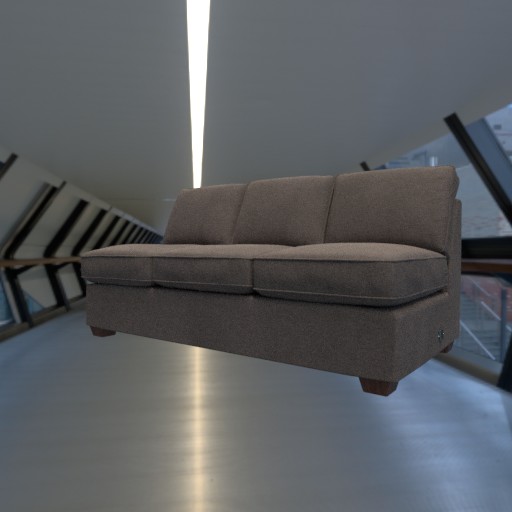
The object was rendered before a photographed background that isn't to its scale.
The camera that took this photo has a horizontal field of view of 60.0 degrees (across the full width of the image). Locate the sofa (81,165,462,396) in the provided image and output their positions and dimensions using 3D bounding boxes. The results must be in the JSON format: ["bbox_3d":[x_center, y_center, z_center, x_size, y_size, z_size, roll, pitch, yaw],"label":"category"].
[{"bbox_3d":[0.000,0.000,2.501,1.962,0.973,1.027,1,2,37],"label":"sofa"}]
